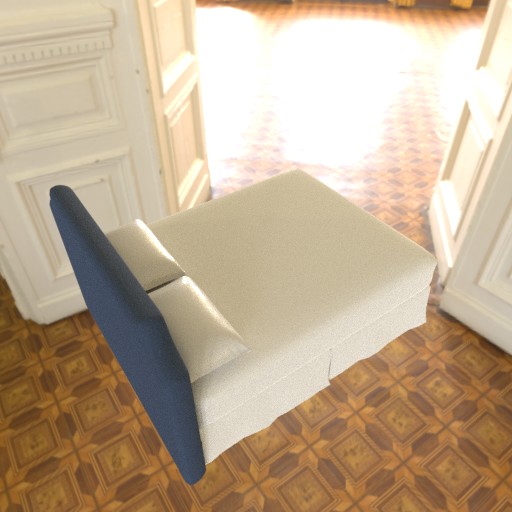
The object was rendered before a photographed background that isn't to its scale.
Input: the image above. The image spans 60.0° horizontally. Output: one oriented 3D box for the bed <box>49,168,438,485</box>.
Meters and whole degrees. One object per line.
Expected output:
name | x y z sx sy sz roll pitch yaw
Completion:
bed | 0.000 0.000 3.277 2.260 1.297 1.831 -25 47 -26
